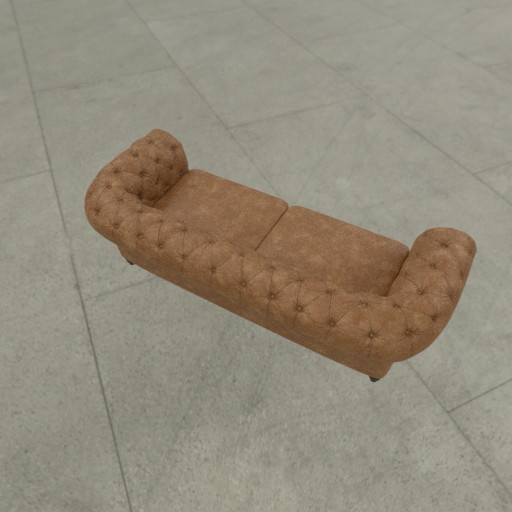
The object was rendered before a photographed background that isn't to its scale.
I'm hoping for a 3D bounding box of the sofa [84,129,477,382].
[{"bbox_3d":[0.000,0.000,2.829,2.365,0.760,0.989,23,51,20],"label":"sofa"}]
